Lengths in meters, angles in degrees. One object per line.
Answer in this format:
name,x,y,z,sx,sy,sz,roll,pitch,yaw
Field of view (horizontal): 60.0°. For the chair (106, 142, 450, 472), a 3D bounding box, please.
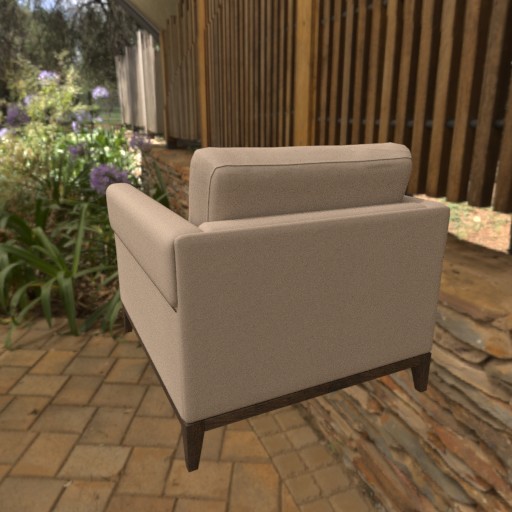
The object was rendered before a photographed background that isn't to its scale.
chair,0.000,0.000,1.661,0.914,0.838,0.959,-8,19,-25
